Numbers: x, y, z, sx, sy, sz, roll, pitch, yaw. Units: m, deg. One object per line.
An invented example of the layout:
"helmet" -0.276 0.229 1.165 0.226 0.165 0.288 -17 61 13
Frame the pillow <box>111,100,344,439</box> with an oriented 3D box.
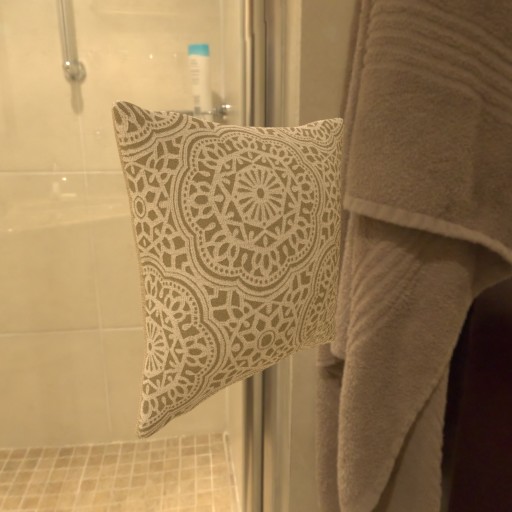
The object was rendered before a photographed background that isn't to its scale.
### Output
"pillow" 0.000 0.000 0.672 0.167 0.421 0.438 14 20 43
